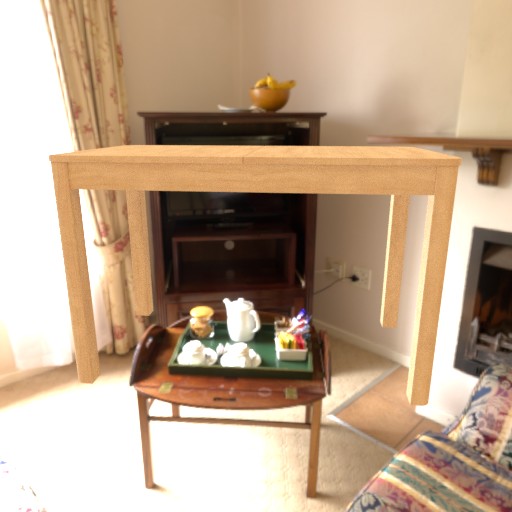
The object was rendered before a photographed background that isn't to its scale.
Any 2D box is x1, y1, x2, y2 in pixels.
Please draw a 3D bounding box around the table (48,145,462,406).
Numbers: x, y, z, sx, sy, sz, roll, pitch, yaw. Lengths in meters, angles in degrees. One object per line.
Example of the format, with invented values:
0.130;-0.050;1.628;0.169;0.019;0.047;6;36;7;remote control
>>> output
0.000;0.000;1.938;1.400;0.900;0.750;2;17;6;table
